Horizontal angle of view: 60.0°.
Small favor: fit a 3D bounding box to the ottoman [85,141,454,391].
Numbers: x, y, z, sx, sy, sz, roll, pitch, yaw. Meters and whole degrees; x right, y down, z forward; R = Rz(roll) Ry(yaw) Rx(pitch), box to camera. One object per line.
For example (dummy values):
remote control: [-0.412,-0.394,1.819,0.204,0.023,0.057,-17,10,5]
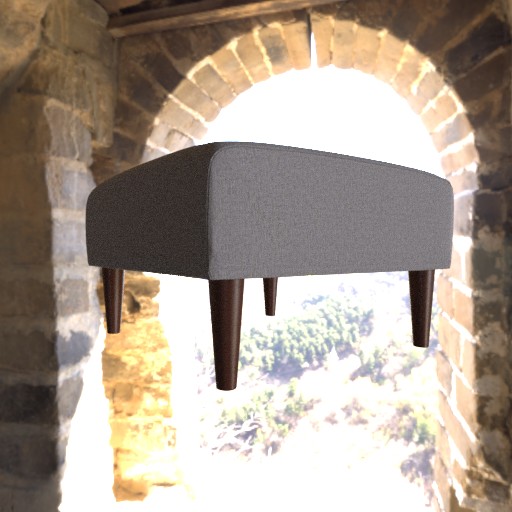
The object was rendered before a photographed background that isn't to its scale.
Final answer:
ottoman: [0.000,0.000,1.059,0.648,0.399,0.655,-1,1,-35]
